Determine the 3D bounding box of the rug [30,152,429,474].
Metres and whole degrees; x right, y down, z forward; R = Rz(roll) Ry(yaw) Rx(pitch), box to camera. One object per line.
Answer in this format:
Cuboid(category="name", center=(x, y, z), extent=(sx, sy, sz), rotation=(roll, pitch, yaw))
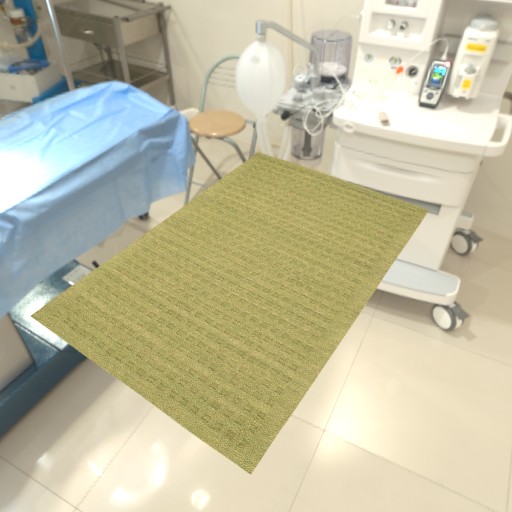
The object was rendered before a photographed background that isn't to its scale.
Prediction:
Cuboid(category="rug", center=(0.000, 0.000, 2.887), extent=(1.529, 0.007, 2.297), rotation=(25, 48, 25))
